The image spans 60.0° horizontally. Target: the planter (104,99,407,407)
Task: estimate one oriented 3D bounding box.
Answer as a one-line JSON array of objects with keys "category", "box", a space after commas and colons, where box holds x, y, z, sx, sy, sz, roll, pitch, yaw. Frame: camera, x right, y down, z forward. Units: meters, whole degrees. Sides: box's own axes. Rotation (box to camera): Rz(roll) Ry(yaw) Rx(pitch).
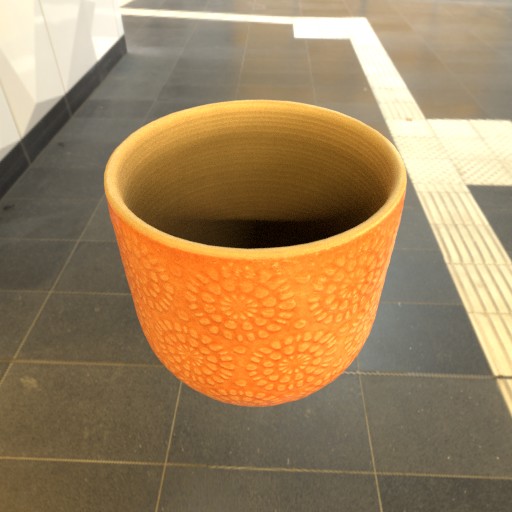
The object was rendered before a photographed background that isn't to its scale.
[{"category": "planter", "box": [0.000, 0.000, 0.291, 0.170, 0.152, 0.170, 0, 41, 0]}]
